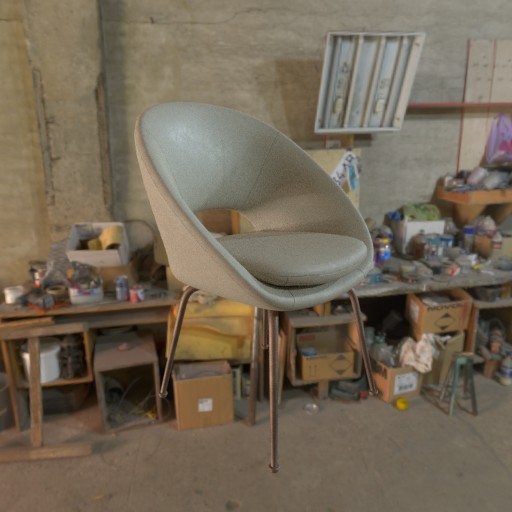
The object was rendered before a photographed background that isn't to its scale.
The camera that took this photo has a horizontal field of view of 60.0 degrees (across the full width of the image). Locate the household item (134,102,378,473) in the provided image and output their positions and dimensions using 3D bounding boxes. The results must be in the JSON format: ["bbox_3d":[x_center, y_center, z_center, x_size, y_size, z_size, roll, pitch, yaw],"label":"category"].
[{"bbox_3d":[0.000,0.000,1.252,0.573,0.852,0.623,14,20,42],"label":"household item"}]
